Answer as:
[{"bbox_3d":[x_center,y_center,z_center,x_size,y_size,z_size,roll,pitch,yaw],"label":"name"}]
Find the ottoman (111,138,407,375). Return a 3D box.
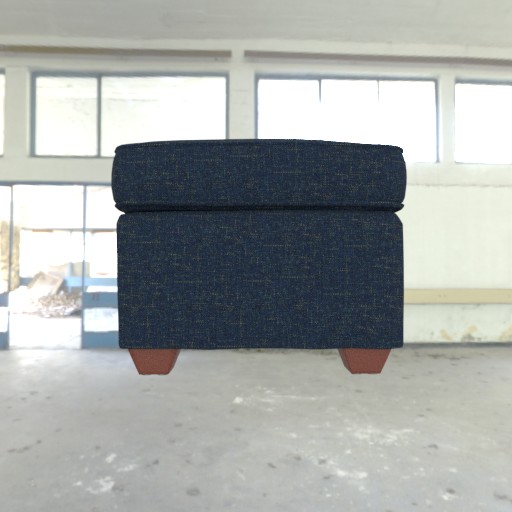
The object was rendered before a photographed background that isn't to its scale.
[{"bbox_3d":[0.000,0.000,1.131,0.549,0.450,0.749,0,-2,-1],"label":"ottoman"}]
